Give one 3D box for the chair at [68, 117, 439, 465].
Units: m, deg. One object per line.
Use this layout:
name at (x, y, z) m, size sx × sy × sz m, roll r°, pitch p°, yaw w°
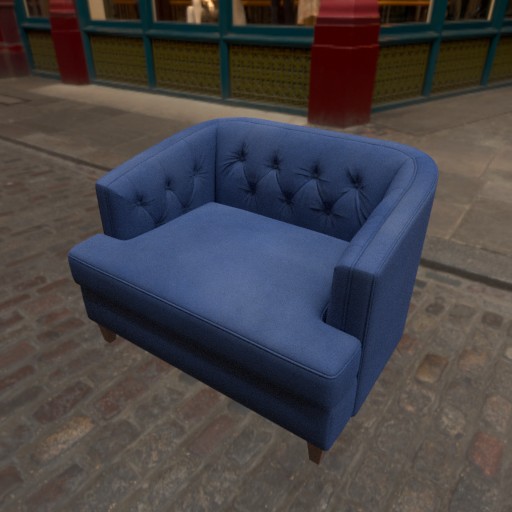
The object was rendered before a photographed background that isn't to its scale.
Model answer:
chair at (0.000, 0.000, 1.710) m, size 1.118 × 0.787 × 0.914 m, roll 20°, pitch 36°, yaw 29°
